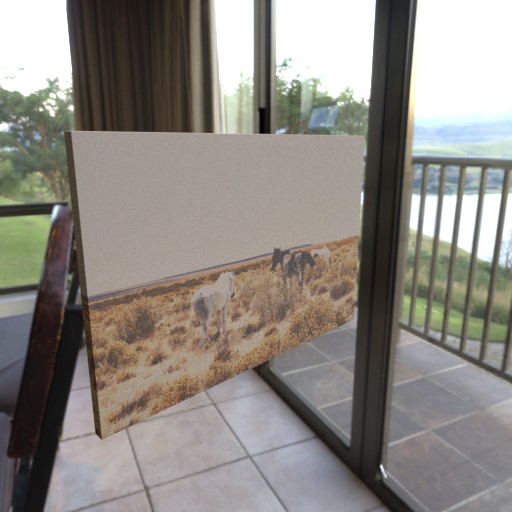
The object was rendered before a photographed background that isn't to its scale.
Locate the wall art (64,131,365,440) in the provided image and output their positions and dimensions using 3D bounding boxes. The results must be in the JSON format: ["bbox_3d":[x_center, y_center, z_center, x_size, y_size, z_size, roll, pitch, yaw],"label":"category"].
[{"bbox_3d":[0.000,0.000,1.917,1.520,1.016,0.051,-14,20,-43],"label":"wall art"}]
